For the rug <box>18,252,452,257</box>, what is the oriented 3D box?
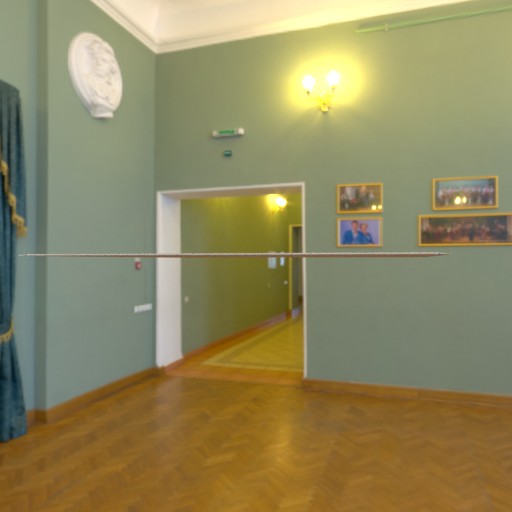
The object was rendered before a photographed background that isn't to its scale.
[{"bbox_3d":[0.000,0.000,3.886,2.940,0.013,2.312,0,-1,17],"label":"rug"}]
